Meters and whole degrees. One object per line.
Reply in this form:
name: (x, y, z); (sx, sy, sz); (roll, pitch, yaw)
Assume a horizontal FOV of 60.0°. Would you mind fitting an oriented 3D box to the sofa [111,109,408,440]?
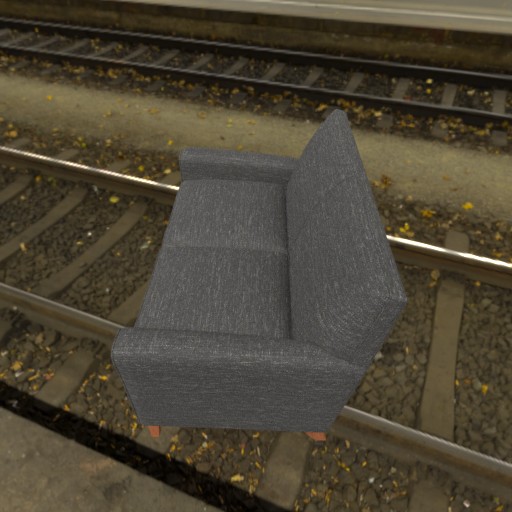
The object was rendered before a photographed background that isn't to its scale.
sofa: (0.000, 0.000, 1.999); (0.875, 0.846, 1.420); (1, 40, 1)
